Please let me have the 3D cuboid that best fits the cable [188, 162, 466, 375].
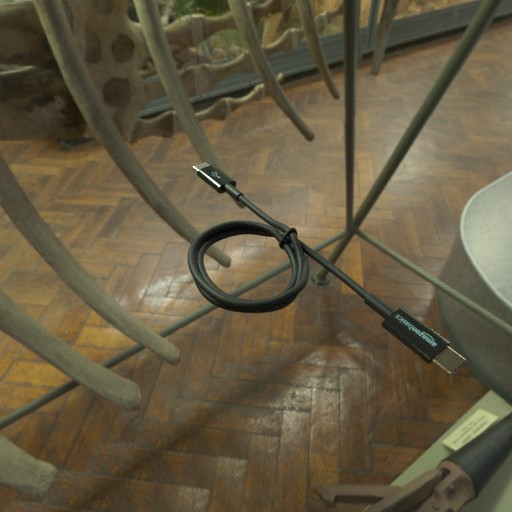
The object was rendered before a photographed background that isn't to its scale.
[{"bbox_3d":[0.000,0.000,0.227,0.070,0.014,0.203,-26,48,-27],"label":"cable"}]
